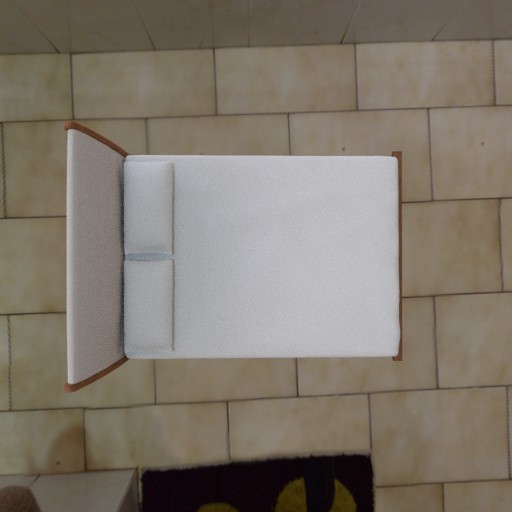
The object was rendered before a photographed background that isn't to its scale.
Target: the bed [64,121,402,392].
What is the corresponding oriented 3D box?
[{"bbox_3d":[0.000,0.000,2.962,2.108,1.135,1.502,0,90,-2],"label":"bed"}]
